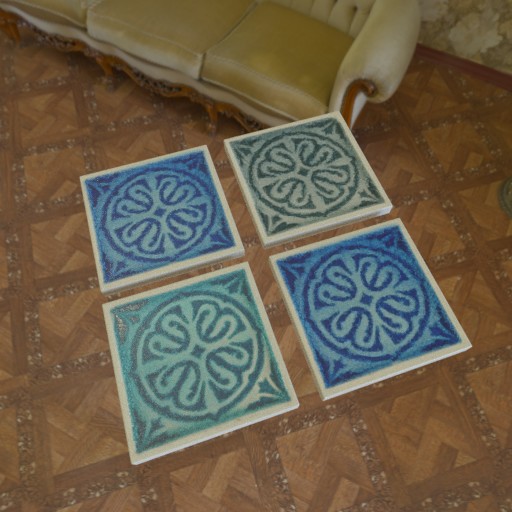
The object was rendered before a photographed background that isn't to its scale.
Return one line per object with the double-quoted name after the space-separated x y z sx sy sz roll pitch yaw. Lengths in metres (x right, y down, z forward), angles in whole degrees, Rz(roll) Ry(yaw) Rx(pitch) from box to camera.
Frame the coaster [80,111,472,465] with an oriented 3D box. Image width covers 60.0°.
0.000 0.000 0.317 0.219 0.010 0.214 -16 64 -8 "coaster"
